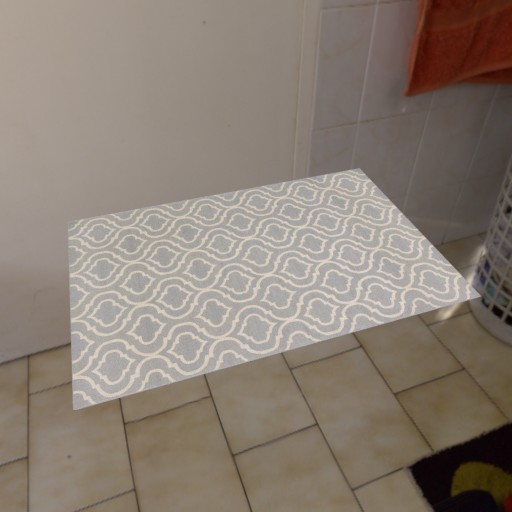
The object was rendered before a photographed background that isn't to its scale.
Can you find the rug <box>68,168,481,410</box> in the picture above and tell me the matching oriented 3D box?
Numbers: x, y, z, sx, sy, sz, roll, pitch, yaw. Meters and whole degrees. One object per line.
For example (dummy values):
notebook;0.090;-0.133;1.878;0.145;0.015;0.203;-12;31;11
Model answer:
rug;0.000;0.000;2.182;1.749;0.015;1.141;-13;43;-14
